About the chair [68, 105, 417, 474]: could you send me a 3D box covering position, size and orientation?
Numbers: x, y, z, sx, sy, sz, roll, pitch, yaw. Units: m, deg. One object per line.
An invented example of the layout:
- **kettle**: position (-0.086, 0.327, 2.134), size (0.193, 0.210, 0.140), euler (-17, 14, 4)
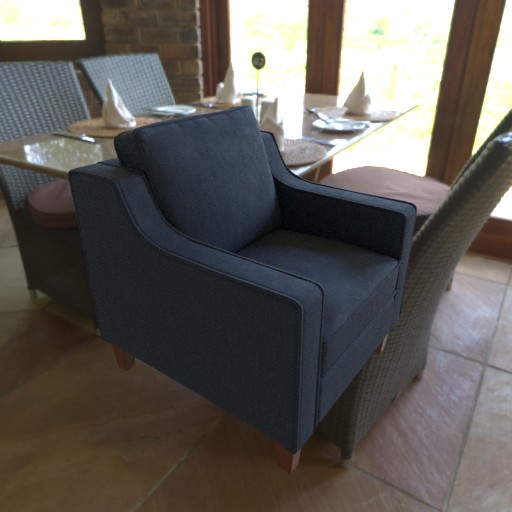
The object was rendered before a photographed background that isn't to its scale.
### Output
- **chair**: position (0.000, 0.000, 1.636), size (0.909, 0.960, 0.831), euler (19, 33, 32)
